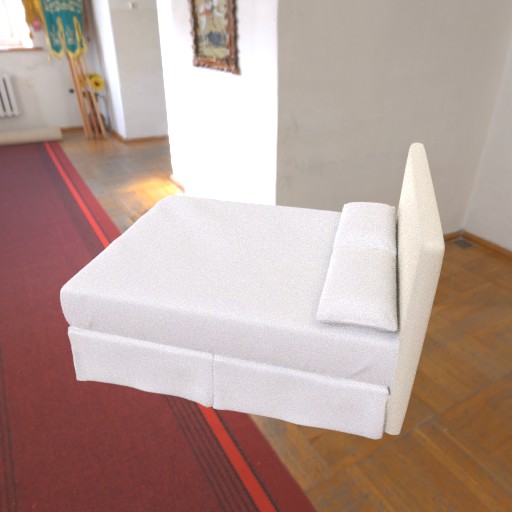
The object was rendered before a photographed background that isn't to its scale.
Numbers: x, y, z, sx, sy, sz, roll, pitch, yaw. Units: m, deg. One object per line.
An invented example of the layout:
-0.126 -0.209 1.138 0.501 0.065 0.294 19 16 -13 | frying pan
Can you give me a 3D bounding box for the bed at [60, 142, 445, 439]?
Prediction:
0.000 0.000 3.122 2.147 1.330 1.714 8 31 13 | bed
